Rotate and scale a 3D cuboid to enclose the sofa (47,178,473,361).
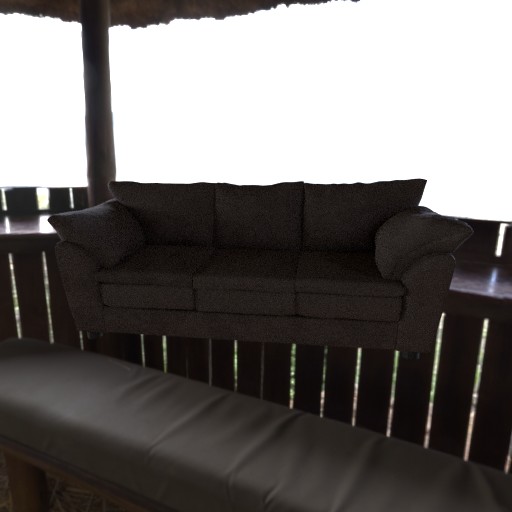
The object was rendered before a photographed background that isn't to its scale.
[{"bbox_3d":[0.000,0.000,2.875,2.377,0.981,0.893,2,14,8],"label":"sofa"}]
